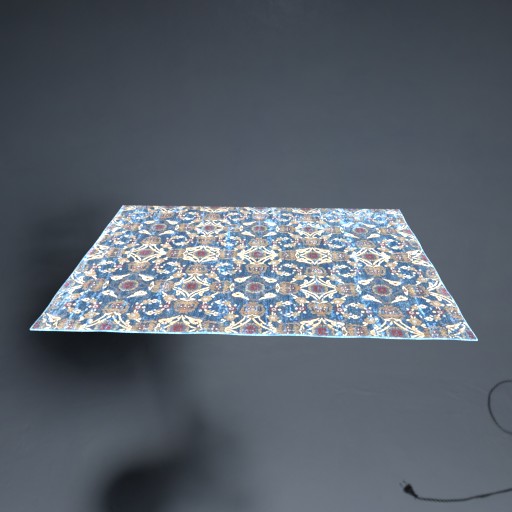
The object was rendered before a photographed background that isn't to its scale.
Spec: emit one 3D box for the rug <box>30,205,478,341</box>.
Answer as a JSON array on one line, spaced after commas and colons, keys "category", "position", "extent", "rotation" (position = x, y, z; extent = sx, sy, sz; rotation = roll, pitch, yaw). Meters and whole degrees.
[{"category": "rug", "position": [0.000, 0.000, 2.859], "extent": [2.207, 0.014, 1.567], "rotation": [1, 30, 2]}]
